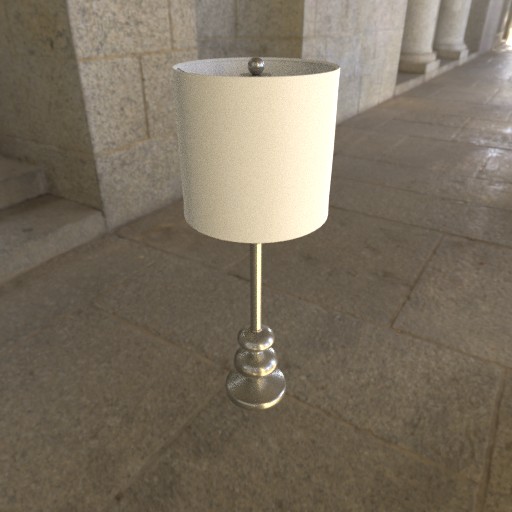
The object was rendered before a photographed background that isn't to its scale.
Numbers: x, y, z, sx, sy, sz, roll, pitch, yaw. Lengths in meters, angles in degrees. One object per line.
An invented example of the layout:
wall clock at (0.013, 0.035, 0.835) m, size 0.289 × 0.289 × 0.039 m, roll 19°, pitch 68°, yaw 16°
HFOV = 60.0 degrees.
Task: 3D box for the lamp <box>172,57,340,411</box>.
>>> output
lamp at (0.000, 0.000, 0.838) m, size 0.254 × 0.690 × 0.254 m, roll 1°, pitch 29°, yaw 2°
